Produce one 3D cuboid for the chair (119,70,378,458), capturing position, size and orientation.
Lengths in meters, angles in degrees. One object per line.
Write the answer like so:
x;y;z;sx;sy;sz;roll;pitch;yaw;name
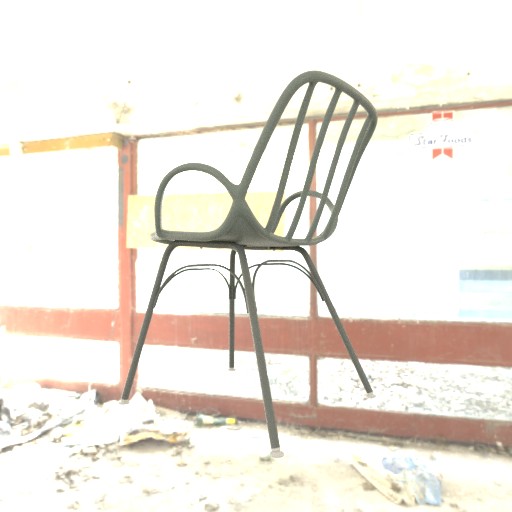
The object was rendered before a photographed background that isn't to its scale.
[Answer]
0.000;0.000;1.241;0.597;0.816;0.549;0;0;37;chair
